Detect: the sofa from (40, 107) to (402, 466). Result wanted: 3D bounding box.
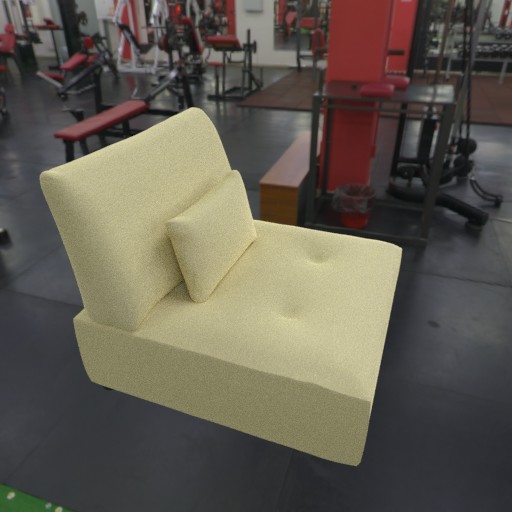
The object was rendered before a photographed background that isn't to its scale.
[{"bbox_3d":[0.000,0.000,1.629,1.000,0.820,0.930,11,32,18],"label":"sofa"}]
